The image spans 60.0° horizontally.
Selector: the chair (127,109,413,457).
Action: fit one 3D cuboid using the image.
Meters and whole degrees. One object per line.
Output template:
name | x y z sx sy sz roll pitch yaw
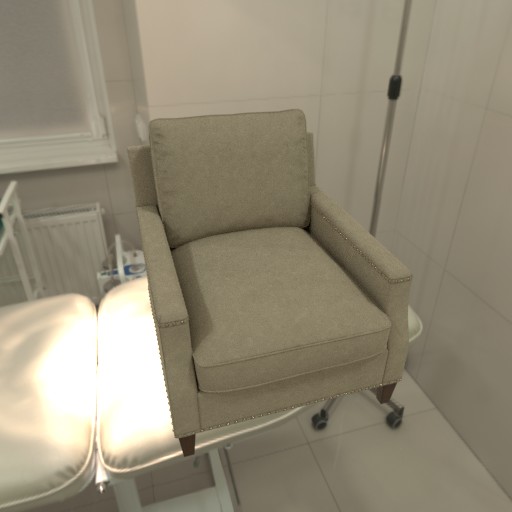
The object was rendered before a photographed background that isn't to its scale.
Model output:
chair | 0.000 0.000 1.753 0.853 0.943 1.014 -9 32 -15
